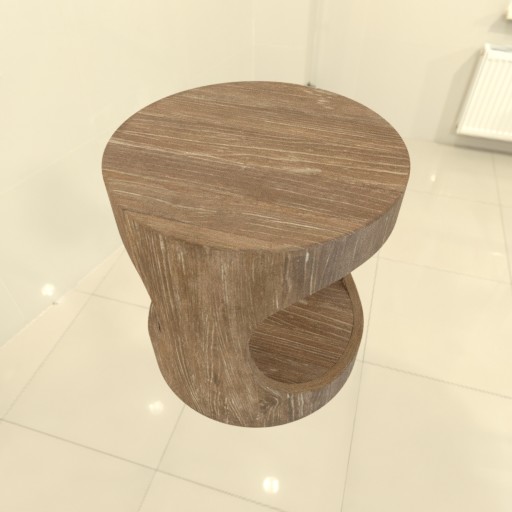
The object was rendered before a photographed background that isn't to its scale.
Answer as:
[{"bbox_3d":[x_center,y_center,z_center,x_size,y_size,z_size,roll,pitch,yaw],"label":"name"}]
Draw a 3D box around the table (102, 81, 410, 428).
[{"bbox_3d":[0.000,0.000,0.972,0.527,0.551,0.527,0,45,0],"label":"table"}]
